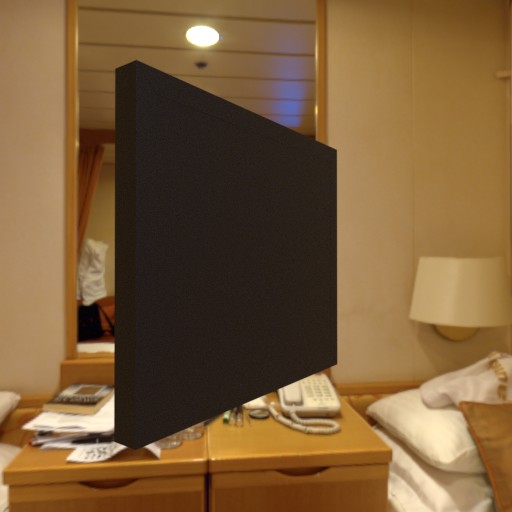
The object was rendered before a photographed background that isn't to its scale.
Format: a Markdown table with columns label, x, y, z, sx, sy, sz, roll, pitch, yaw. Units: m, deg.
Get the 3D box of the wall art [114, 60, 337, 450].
| label | x | y | z | sx | sy | sz | roll | pitch | yaw |
| --- | --- | --- | --- | --- | --- | --- | --- | --- | --- |
| wall art | 0.000 | 0.000 | 0.536 | 0.029 | 0.330 | 0.381 | 0 | -1 | 36 |
